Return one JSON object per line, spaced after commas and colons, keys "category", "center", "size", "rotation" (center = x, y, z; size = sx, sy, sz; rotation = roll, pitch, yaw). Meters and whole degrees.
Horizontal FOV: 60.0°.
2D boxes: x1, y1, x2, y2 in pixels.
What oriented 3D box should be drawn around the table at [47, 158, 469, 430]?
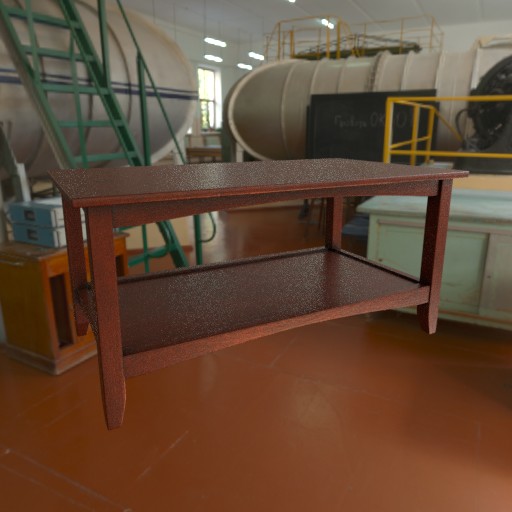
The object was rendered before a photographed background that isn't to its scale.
{"category": "table", "center": [0.000, 0.000, 1.198], "size": [0.943, 0.456, 0.533], "rotation": [-9, 18, -27]}
